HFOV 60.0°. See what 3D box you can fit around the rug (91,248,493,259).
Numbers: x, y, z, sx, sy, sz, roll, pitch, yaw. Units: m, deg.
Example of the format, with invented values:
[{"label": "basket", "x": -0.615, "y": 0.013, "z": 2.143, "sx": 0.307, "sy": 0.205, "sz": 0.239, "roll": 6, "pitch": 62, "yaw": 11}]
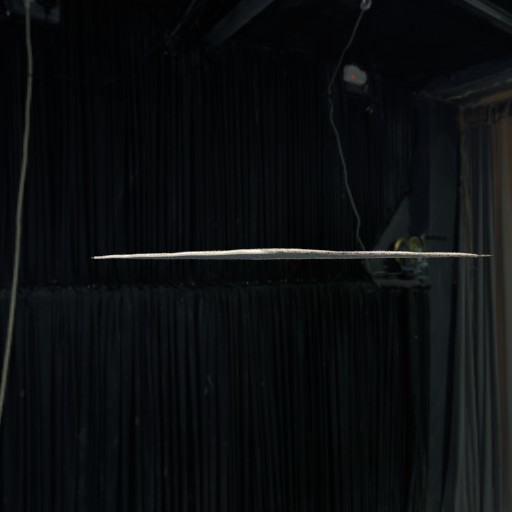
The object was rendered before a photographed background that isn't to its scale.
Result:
[{"label": "rug", "x": 0.000, "y": 0.000, "z": 3.018, "sx": 1.529, "sy": 0.027, "sz": 2.434, "roll": 1, "pitch": -1, "yaw": -36}]
